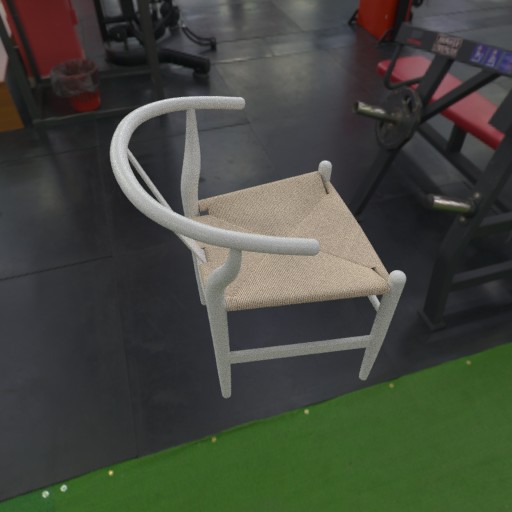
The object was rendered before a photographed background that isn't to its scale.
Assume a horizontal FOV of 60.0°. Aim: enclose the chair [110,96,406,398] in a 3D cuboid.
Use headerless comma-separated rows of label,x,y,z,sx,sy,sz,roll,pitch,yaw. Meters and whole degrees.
chair,0.000,0.000,1.155,0.579,0.730,0.569,-11,47,-10
